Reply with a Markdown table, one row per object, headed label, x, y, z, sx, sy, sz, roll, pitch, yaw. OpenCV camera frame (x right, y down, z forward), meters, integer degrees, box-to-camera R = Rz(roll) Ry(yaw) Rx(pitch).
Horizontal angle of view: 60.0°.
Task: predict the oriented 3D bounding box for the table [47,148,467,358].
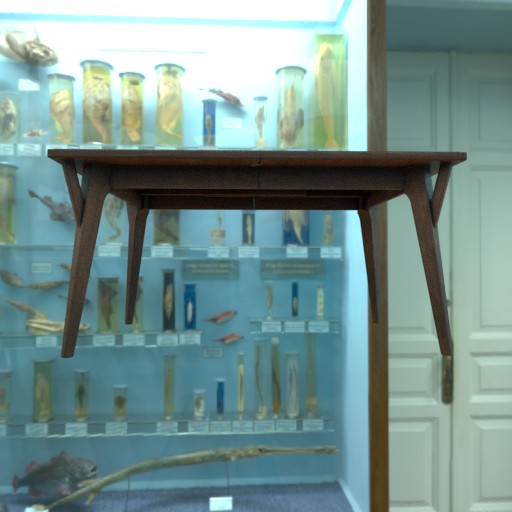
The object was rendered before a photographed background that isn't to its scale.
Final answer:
| label | x | y | z | sx | sy | sz | roll | pitch | yaw |
| --- | --- | --- | --- | --- | --- | --- | --- | --- | --- |
| table | 0.000 | 0.000 | 2.097 | 1.524 | 0.761 | 0.990 | 0 | -1 | -2 |
